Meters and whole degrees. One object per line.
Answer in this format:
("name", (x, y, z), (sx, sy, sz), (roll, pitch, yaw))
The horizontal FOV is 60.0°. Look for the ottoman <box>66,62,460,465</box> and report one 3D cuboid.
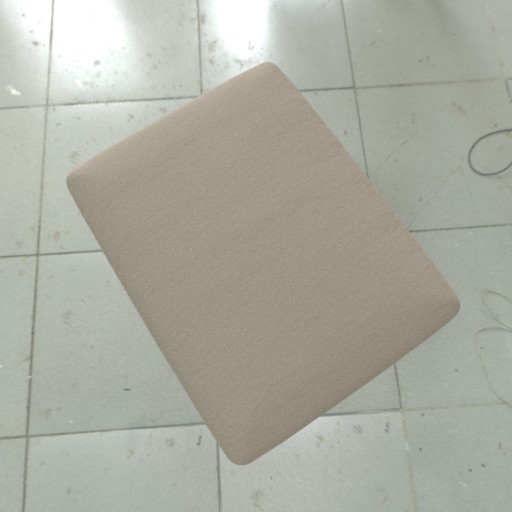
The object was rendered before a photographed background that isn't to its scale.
("ottoman", (0.000, 0.000, 1.127), (0.606, 0.420, 0.771), (-32, 78, -8))
